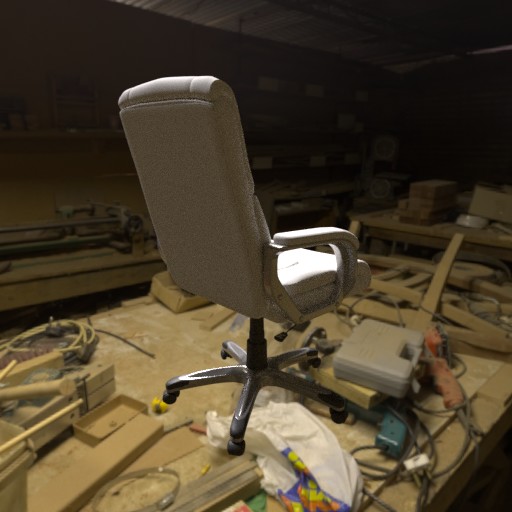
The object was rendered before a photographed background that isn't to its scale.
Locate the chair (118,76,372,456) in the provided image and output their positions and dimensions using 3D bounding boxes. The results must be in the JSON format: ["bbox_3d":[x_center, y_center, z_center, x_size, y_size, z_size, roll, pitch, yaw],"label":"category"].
[{"bbox_3d":[0.000,0.000,1.566,0.738,1.120,0.687,-13,20,-41],"label":"chair"}]
